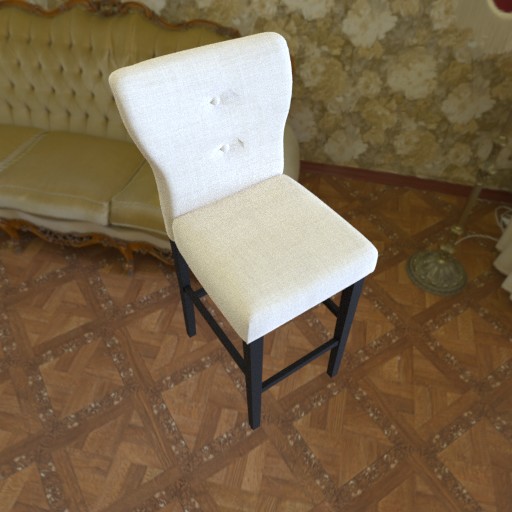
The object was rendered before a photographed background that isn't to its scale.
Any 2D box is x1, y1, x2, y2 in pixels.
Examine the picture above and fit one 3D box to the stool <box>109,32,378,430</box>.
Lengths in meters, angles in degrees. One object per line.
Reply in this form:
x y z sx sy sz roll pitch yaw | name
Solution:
0.000 0.000 1.426 0.516 1.124 0.603 -26 52 -22 | stool
